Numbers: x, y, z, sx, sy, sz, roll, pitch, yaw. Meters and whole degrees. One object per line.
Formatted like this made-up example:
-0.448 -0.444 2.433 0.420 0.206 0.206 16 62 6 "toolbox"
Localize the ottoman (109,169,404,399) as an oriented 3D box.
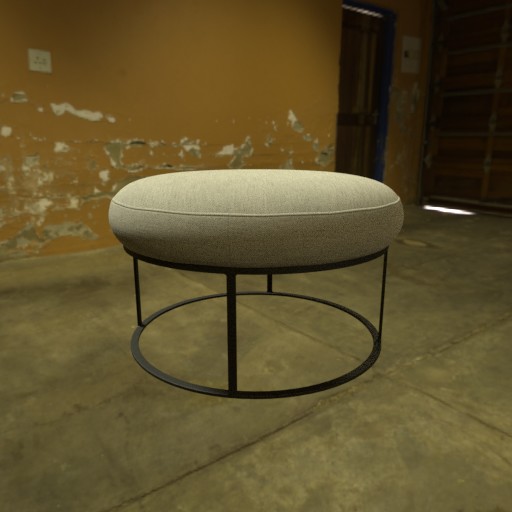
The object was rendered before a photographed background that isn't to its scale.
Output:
0.000 0.000 1.242 0.769 0.459 0.769 0 14 0 "ottoman"
